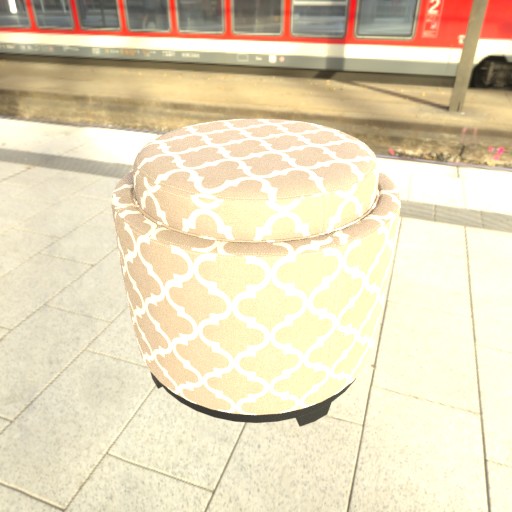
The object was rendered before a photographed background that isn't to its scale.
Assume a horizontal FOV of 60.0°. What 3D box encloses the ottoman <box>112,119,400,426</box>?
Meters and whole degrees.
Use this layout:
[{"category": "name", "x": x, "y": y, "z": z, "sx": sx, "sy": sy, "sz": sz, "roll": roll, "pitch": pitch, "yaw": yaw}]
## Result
[{"category": "ottoman", "x": 0.000, "y": 0.000, "z": 0.825, "sx": 0.480, "sy": 0.429, "sz": 0.480, "roll": 0, "pitch": 32, "yaw": 0}]
